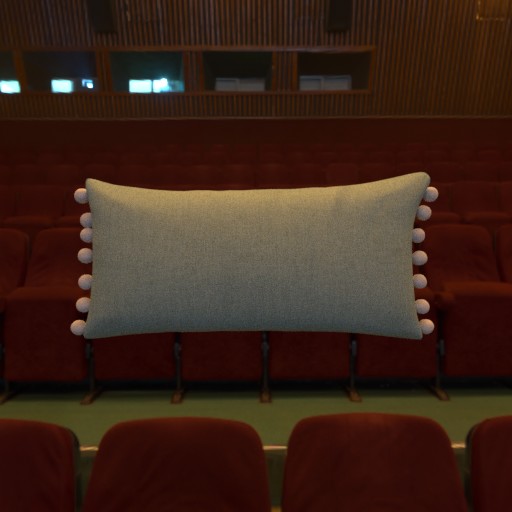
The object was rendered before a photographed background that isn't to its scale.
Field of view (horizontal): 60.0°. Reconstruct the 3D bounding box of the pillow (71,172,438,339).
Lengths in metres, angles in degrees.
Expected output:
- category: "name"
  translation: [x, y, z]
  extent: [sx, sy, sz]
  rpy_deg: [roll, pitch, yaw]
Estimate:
- category: "pillow"
  translation: [0.000, 0.000, 0.845]
  extent: [0.709, 0.322, 0.201]
  rpy_deg: [0, 1, -1]
